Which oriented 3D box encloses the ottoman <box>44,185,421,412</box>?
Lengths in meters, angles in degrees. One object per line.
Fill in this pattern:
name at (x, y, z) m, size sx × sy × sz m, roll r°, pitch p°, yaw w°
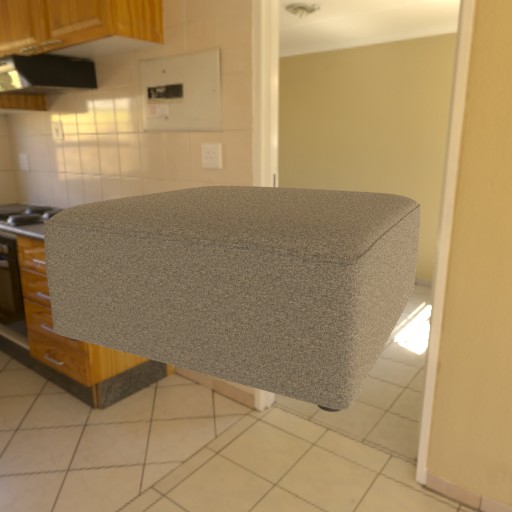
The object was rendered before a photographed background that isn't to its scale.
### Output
ottoman at (0.000, 0.000, 1.618) m, size 1.005 × 0.464 × 1.015 m, roll 7°, pitch 16°, yaw 26°
